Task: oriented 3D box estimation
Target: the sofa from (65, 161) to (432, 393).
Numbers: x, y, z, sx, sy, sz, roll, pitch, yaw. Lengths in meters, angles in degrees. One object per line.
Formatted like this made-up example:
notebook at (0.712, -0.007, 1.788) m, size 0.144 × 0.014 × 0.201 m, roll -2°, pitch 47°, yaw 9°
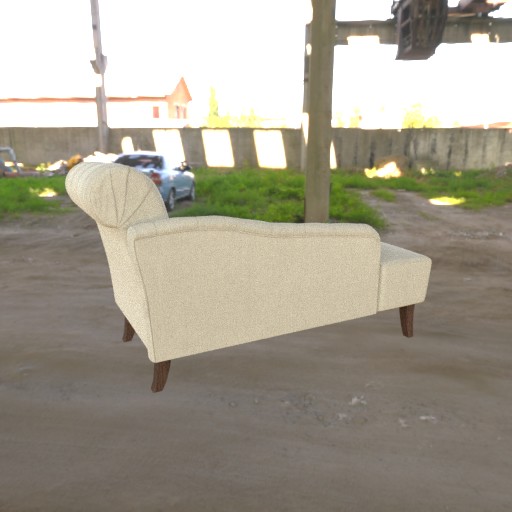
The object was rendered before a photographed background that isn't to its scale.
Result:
sofa at (0.000, 0.000, 1.868) m, size 1.379 × 0.787 × 0.675 m, roll -7°, pitch 15°, yaw -27°
